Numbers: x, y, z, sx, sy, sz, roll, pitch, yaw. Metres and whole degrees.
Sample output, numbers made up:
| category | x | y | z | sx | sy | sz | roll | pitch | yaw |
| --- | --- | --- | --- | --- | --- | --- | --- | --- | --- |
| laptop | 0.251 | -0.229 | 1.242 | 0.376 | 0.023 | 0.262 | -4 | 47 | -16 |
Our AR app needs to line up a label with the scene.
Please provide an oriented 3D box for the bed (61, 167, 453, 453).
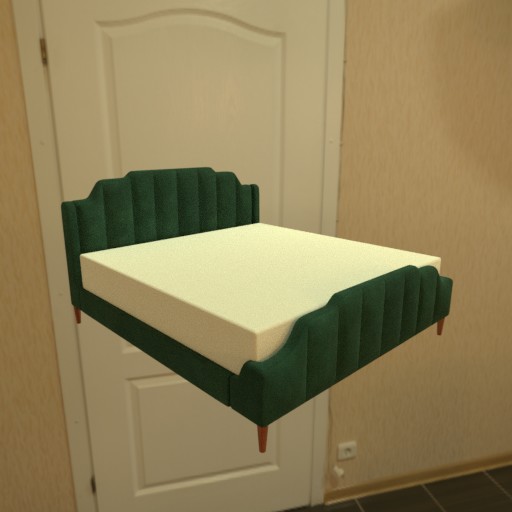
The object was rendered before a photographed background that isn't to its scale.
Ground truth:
| category | x | y | z | sx | sy | sz | roll | pitch | yaw |
| --- | --- | --- | --- | --- | --- | --- | --- | --- | --- |
| bed | 0.000 | 0.000 | 3.486 | 2.074 | 1.245 | 2.340 | -14 | 20 | -42 |
